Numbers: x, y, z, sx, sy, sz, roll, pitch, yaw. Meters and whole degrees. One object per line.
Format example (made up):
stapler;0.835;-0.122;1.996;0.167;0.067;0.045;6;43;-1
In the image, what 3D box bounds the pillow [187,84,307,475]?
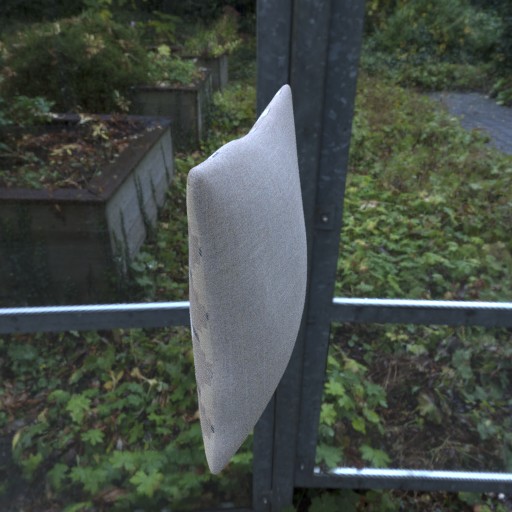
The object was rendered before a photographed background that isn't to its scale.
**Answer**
pillow;0.000;0.000;0.868;0.192;0.558;0.578;7;30;13
